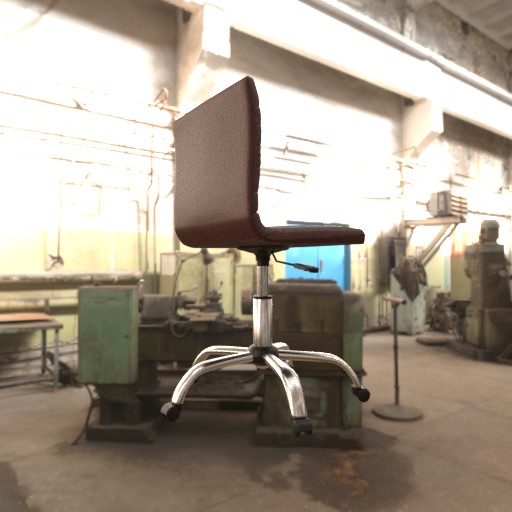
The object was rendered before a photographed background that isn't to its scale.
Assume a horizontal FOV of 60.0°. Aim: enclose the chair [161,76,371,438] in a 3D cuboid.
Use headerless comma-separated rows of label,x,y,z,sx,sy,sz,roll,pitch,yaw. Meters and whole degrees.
chair,0.000,0.000,1.194,0.530,0.780,0.556,1,-1,-35
